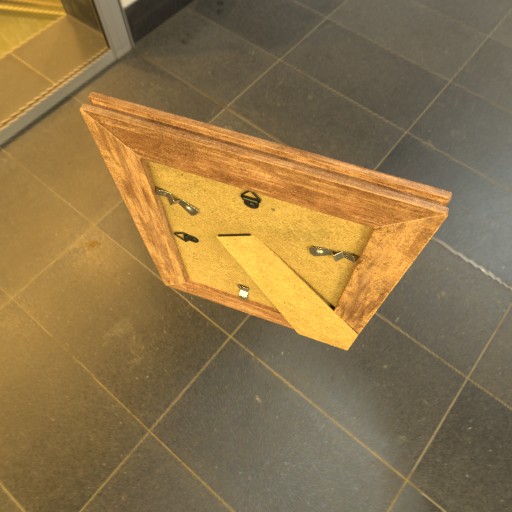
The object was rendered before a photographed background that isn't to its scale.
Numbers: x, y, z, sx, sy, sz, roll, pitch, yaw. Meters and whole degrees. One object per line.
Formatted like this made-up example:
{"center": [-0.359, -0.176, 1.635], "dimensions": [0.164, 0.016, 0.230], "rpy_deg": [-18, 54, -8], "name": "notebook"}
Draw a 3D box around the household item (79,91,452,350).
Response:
{"center": [0.000, 0.000, 0.320], "dimensions": [0.186, 0.237, 0.018], "rpy_deg": [18, 65, 8], "name": "household item"}
